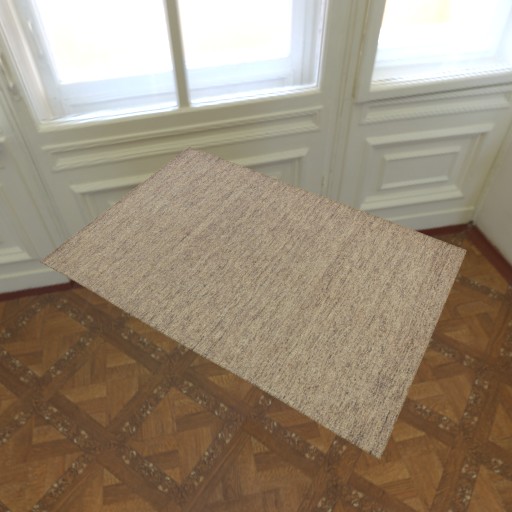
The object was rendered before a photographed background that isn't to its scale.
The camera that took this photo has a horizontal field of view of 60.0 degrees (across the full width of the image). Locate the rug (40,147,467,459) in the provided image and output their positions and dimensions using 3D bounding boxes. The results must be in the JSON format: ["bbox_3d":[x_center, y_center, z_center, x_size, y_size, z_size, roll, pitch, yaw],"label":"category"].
[{"bbox_3d":[0.000,0.000,2.858,2.283,0.013,1.547,24,51,21],"label":"rug"}]
